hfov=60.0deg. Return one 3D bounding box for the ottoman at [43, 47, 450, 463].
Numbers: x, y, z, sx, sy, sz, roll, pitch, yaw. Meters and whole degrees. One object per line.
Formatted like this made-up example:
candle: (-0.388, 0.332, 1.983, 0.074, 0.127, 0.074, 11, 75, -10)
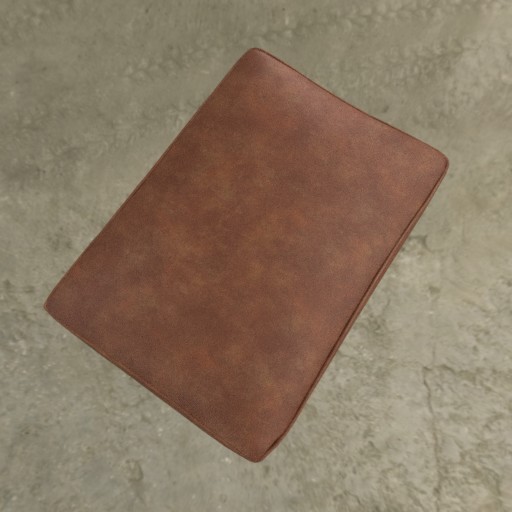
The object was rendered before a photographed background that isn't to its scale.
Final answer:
ottoman: (0.000, 0.000, 0.960, 0.501, 0.418, 0.665, 33, 78, 8)
